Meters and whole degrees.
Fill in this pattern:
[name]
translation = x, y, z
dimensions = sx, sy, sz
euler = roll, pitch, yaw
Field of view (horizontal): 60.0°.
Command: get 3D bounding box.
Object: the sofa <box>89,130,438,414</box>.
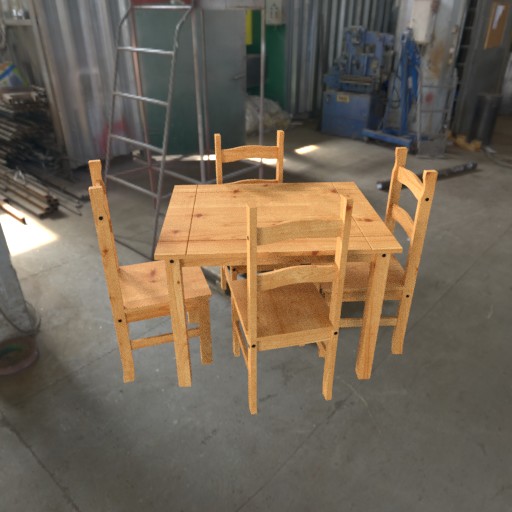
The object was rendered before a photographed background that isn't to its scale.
[sofa]
translation = 0.000, 0.000, 2.258
dimensions = 1.529, 1.000, 1.144
euler = -2, 29, -3
